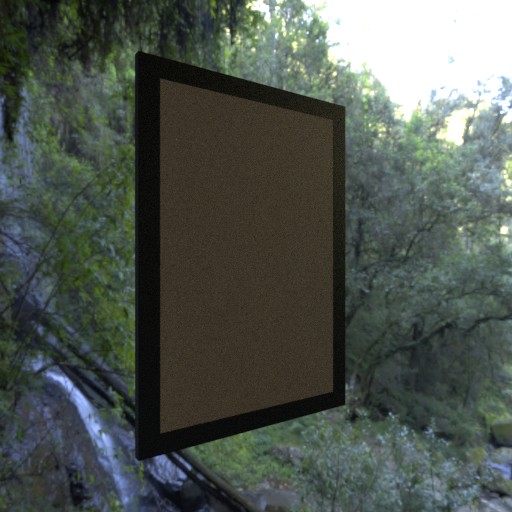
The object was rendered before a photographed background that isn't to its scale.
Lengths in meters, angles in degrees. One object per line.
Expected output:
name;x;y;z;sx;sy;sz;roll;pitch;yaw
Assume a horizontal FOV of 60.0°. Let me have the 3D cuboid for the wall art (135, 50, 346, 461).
wall art;0.000;0.000;0.689;0.381;0.534;0.013;0;0;-35
